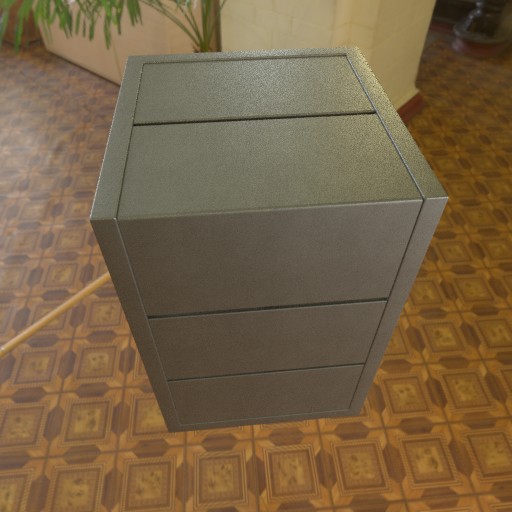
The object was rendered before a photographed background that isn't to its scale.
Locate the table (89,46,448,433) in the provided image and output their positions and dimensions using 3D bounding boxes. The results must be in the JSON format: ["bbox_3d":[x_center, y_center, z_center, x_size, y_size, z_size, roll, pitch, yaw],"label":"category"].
[{"bbox_3d":[0.000,0.000,0.859,0.405,0.609,0.420,-4,47,-4],"label":"table"}]
